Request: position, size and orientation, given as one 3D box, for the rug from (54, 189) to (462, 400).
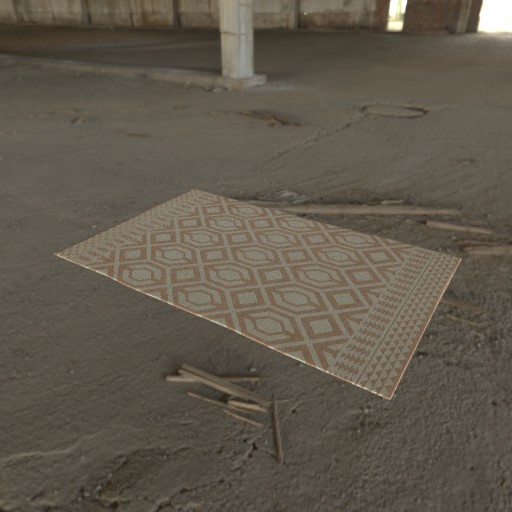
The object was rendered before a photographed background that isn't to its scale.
[{"bbox_3d":[0.000,0.000,3.117,2.435,0.011,1.526,18,34,28],"label":"rug"}]
